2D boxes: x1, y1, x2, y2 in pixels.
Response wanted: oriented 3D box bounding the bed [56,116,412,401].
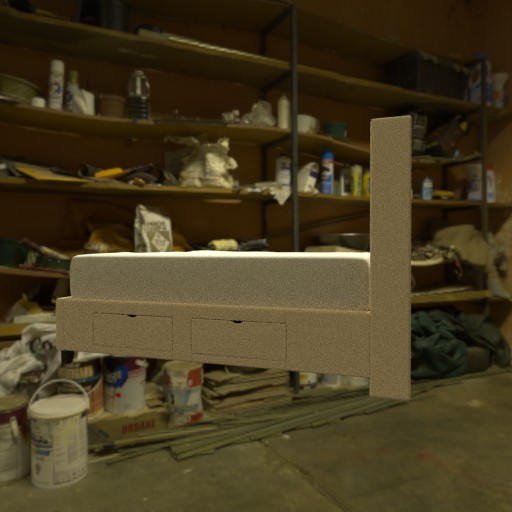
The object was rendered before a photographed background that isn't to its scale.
[{"bbox_3d":[0.000,0.000,3.466,2.280,1.471,1.765,0,1,19],"label":"bed"}]
